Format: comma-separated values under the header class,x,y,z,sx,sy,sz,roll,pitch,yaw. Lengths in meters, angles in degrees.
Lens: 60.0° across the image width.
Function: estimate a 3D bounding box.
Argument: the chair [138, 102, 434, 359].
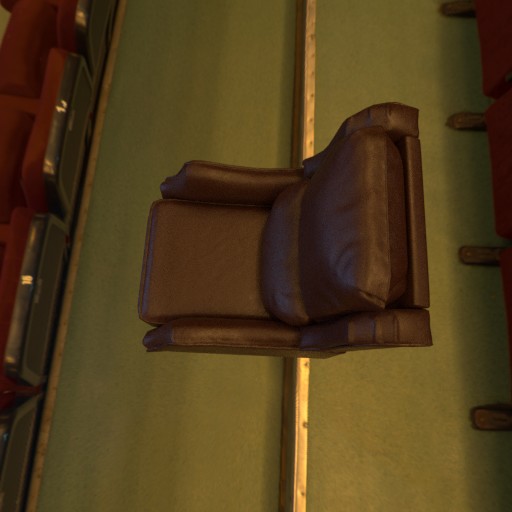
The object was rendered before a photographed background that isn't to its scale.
class,x,y,z,sx,sy,sz,roll,pitch,yaw
chair,0.000,0.000,1.751,0.982,1.132,0.770,3,74,1
